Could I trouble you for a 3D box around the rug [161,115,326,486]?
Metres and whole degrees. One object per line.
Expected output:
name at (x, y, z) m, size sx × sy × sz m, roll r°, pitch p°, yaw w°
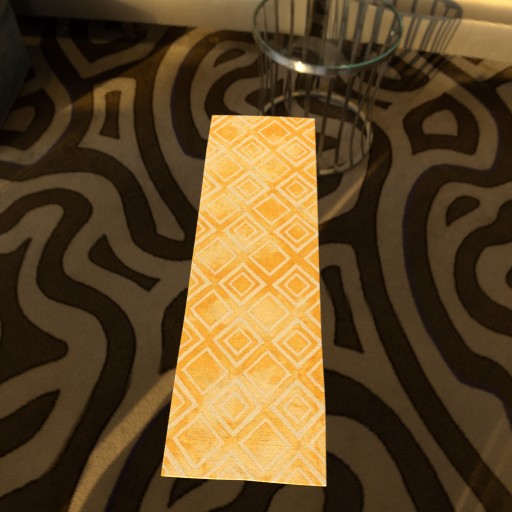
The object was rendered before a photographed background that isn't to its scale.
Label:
rug at (0.000, 0.000, 2.675) m, size 0.775 × 0.010 × 2.438 m, roll 2°, pitch 59°, yaw 1°
